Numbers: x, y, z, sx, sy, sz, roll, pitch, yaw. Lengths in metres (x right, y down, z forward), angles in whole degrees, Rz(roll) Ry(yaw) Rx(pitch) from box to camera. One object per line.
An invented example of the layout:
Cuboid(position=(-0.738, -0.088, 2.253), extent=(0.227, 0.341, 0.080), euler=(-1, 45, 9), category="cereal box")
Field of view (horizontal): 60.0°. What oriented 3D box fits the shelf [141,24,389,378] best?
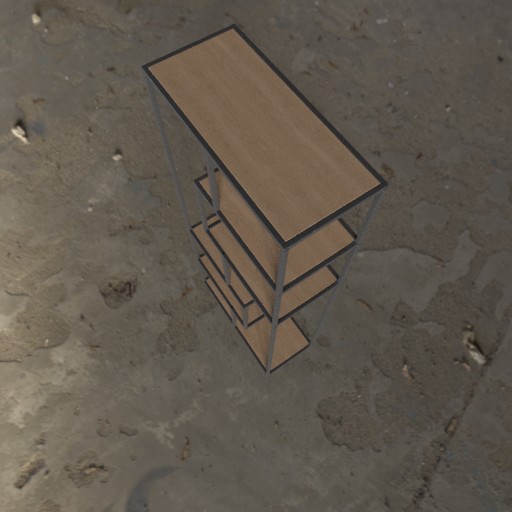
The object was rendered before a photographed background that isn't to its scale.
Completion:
Cuboid(position=(0.000, 0.000, 2.127), extent=(0.350, 1.850, 0.770), euler=(-32, 69, -14), category="shelf")
